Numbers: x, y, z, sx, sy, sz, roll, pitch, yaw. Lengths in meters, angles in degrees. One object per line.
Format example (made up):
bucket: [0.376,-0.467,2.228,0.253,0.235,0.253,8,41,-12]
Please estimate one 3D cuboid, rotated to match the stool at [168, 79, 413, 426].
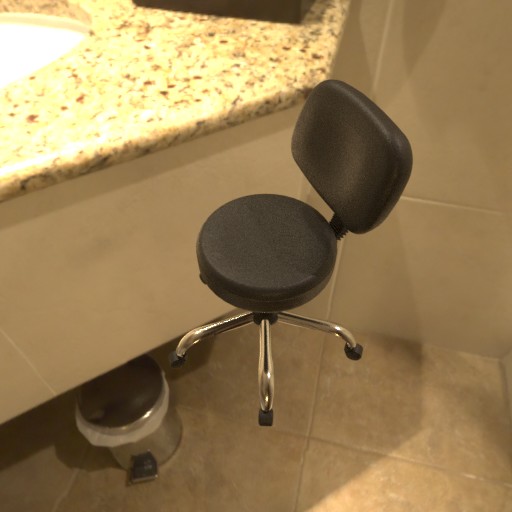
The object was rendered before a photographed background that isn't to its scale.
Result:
stool: [0.000,0.000,1.301,0.648,0.862,0.673,-18,51,-15]
